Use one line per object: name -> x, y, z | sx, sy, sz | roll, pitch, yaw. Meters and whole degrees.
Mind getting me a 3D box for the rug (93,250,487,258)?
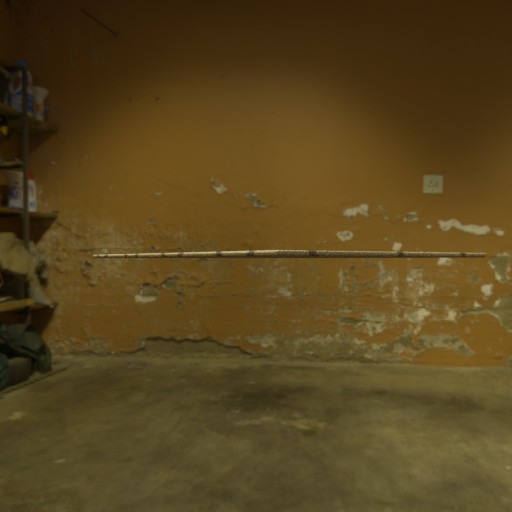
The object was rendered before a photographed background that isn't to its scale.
rug -> 0.000, 0.000, 2.982 | 1.501, 0.024, 2.348 | 0, 0, -36
